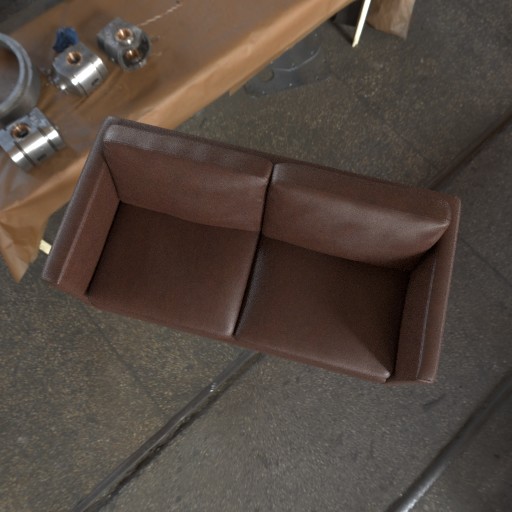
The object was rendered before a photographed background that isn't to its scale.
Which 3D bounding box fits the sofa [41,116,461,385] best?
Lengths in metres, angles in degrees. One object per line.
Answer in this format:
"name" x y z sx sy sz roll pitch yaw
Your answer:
"sofa" 0.000 0.000 2.400 1.883 0.933 0.951 14 74 4
